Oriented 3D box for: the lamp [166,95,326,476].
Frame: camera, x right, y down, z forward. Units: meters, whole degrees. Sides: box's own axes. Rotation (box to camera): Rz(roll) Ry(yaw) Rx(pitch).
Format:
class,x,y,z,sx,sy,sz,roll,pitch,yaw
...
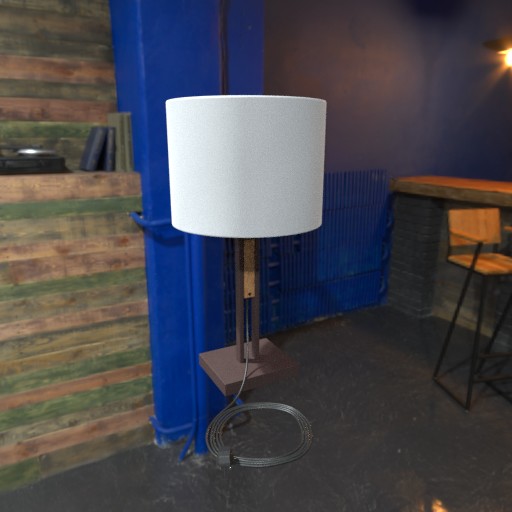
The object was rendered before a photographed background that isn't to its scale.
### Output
class,x,y,z,sx,sy,sz,roll,pitch,yaw
lamp,0.000,0.000,1.000,0.396,0.668,0.525,-8,17,-27
